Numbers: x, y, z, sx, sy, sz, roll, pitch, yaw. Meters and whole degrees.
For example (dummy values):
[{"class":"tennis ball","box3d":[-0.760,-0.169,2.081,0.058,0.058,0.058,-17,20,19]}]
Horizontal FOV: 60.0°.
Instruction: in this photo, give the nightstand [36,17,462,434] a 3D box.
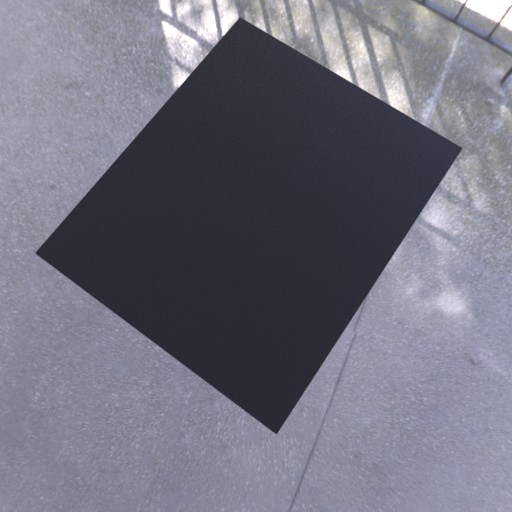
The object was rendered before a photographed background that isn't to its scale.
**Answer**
[{"class":"nightstand","box3d":[0.000,0.000,0.926,0.402,0.623,0.479,34,78,9]}]
